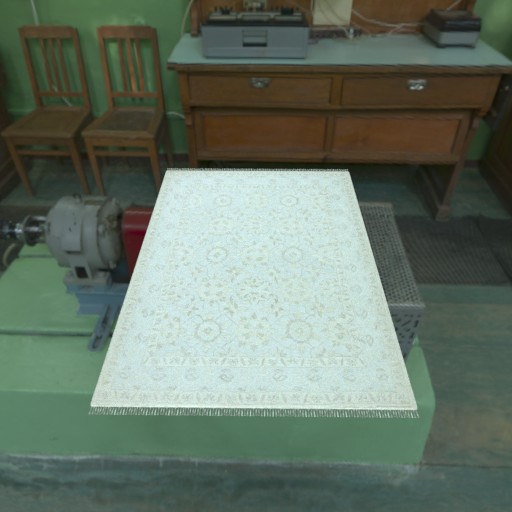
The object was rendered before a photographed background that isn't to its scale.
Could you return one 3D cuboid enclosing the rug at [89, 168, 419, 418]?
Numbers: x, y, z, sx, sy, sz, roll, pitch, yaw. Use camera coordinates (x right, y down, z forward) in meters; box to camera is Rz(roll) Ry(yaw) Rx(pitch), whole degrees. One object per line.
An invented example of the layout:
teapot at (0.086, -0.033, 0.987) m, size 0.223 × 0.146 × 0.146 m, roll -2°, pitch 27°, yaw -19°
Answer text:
rug at (0.000, 0.000, 2.864) m, size 1.514 × 0.011 × 2.233 m, roll 0°, pitch 41°, yaw 0°
